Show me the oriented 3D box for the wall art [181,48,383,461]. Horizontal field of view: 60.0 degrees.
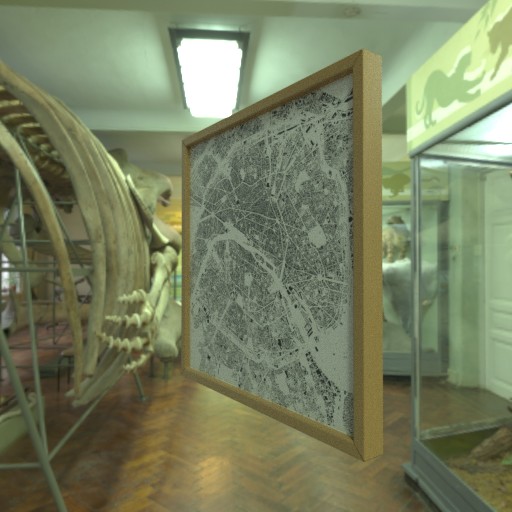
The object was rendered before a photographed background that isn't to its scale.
[{"bbox_3d":[0.000,0.000,0.762,0.036,0.509,0.509,0,-1,-35],"label":"wall art"}]
